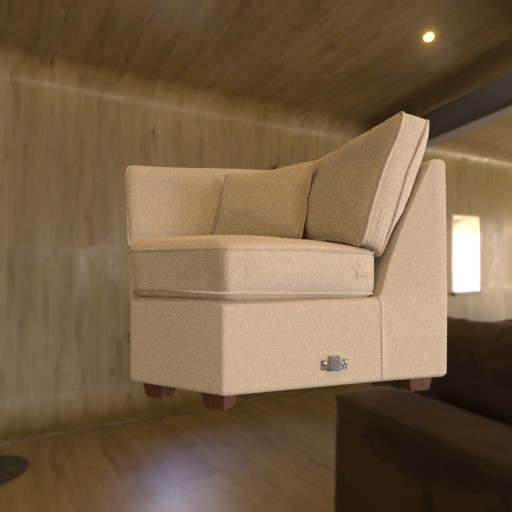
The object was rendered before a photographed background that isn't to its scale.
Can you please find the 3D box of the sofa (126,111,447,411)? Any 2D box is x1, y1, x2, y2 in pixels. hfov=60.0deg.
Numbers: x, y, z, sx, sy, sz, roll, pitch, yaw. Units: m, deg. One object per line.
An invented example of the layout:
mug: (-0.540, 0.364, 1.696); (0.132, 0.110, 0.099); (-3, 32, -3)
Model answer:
sofa: (0.000, 0.000, 1.814); (1.050, 0.937, 1.042); (0, -1, -15)
